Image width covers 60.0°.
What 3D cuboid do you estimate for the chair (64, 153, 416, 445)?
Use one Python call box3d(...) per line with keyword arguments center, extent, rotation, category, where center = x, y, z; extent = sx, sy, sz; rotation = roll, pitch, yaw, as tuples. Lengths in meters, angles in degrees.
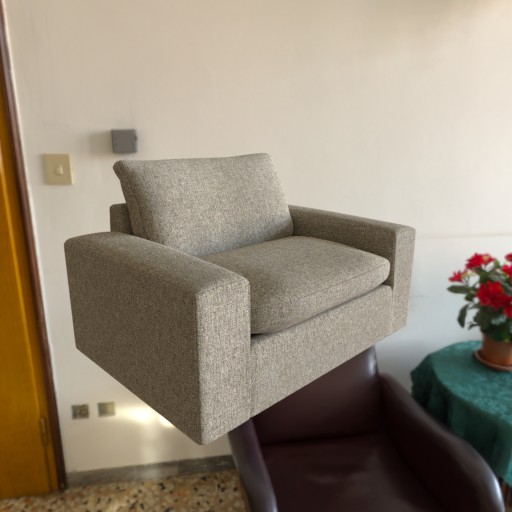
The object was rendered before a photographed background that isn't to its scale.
box3d(center=(0.000, 0.000, 2.113), extent=(1.398, 0.915, 1.039), rotation=(-14, 21, -42), category="chair")
